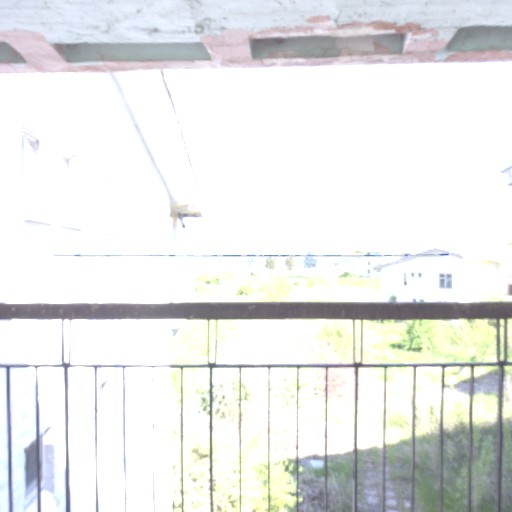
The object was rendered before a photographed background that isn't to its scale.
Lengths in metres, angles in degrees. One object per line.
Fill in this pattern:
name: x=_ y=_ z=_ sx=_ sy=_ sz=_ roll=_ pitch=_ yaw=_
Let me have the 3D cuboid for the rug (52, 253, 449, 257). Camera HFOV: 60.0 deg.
rug: x=0.000 y=0.000 z=2.252 sx=1.209 sy=0.011 sz=1.830 roll=0 pitch=0 yaw=1
